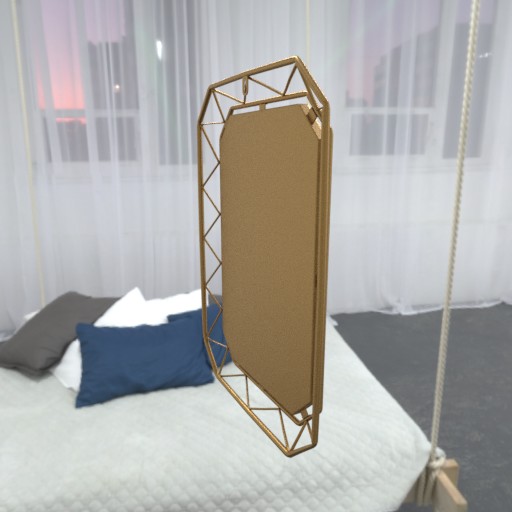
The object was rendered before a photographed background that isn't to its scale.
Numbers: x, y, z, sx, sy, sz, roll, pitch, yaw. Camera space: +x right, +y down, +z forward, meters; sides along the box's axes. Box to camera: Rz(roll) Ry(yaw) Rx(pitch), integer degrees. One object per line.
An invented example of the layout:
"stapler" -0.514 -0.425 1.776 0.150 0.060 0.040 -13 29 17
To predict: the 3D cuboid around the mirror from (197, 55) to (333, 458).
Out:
"mirror" 0.000 0.000 0.727 0.042 0.566 0.417 -7 15 -27
